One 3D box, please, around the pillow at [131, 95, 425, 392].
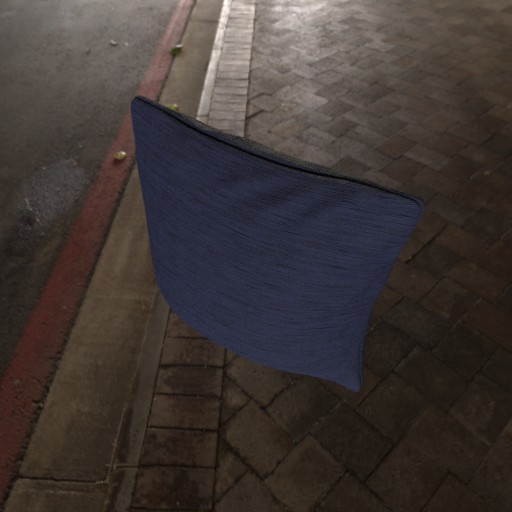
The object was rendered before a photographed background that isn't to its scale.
[{"bbox_3d":[0.000,0.000,0.694,0.432,0.414,0.246,26,52,23],"label":"pillow"}]
